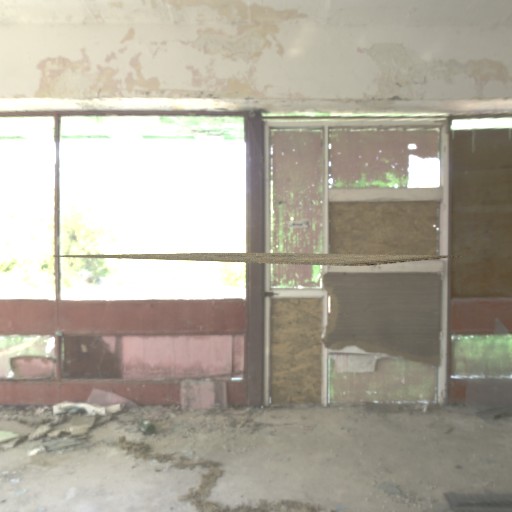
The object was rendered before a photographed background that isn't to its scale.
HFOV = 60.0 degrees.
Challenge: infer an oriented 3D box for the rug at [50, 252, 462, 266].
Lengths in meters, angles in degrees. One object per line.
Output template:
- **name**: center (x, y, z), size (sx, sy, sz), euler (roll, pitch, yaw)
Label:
- **rug**: center (0.000, 0.000, 3.515), size (2.651, 0.010, 1.971), euler (1, 2, 36)
